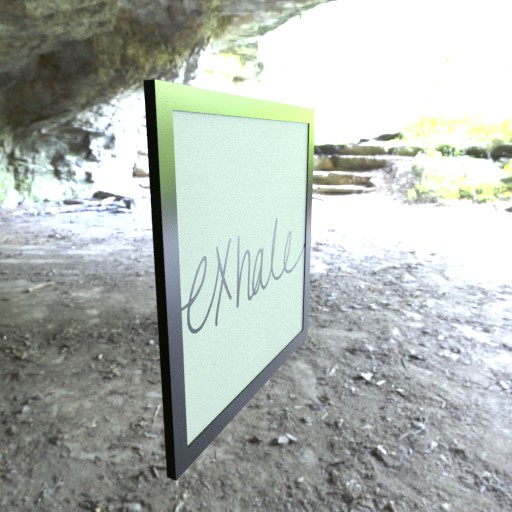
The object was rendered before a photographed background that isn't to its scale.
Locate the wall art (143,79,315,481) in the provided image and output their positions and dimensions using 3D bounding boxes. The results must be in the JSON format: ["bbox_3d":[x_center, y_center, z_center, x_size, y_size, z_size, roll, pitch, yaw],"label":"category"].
[{"bbox_3d":[0.000,0.000,0.663,0.014,0.445,0.446,7,16,26],"label":"wall art"}]
